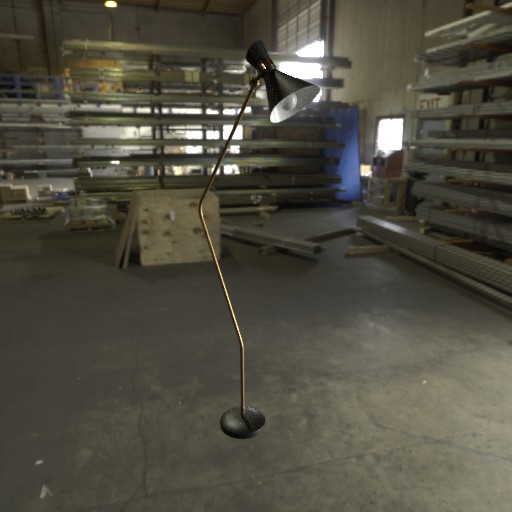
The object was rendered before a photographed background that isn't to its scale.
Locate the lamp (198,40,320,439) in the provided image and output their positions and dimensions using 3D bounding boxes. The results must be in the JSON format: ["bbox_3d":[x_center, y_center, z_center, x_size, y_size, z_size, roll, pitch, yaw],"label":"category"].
[{"bbox_3d":[0.000,0.000,1.634,0.277,1.438,0.467,-8,17,-27],"label":"lamp"}]
